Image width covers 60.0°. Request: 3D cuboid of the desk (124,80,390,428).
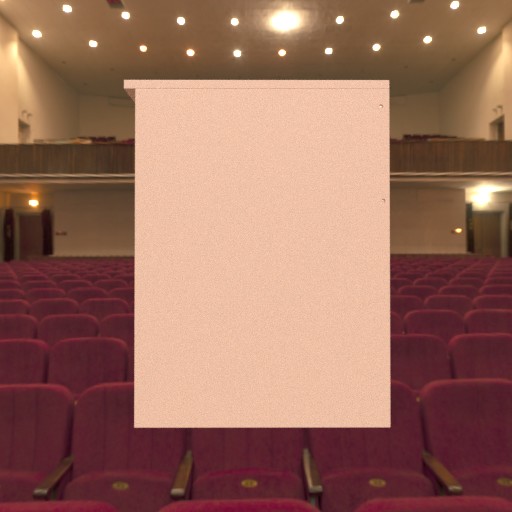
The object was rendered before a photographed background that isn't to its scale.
[{"bbox_3d":[0.000,0.000,1.480,0.560,0.730,1.100,0,-1,0],"label":"desk"}]
